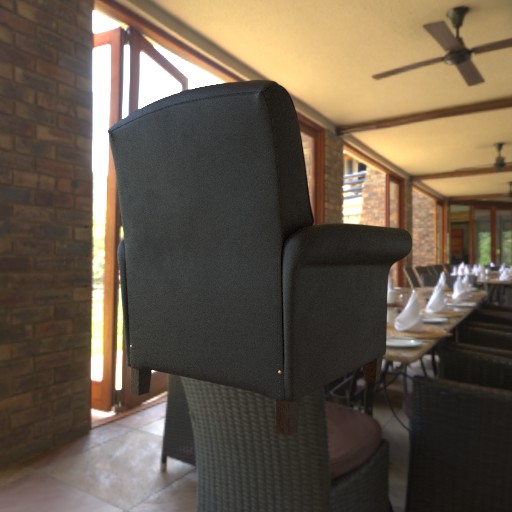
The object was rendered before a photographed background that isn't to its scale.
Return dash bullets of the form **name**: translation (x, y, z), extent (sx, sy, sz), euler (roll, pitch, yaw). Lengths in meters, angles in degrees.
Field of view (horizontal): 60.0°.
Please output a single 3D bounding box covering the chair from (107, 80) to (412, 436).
- **chair**: translation (0.000, 0.000, 1.773), extent (0.978, 1.061, 0.902), euler (0, -1, 36)
